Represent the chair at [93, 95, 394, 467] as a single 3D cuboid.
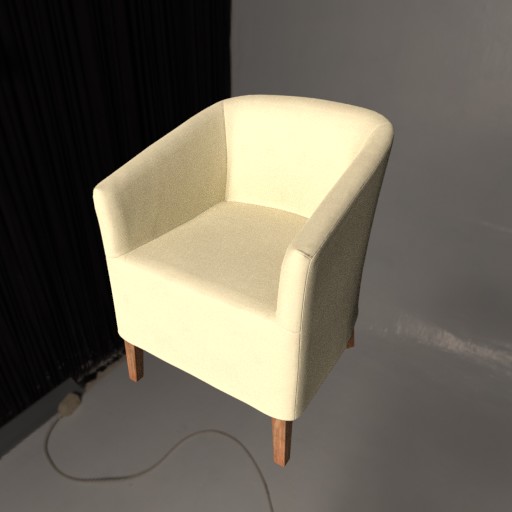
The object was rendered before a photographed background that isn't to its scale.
[{"bbox_3d":[0.000,0.000,1.349,0.643,0.822,0.657,18,35,28],"label":"chair"}]
